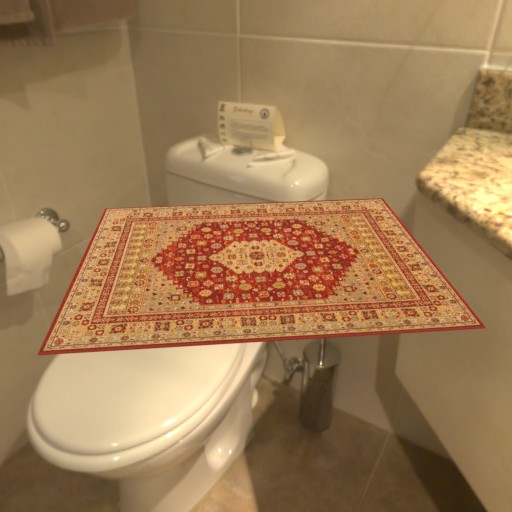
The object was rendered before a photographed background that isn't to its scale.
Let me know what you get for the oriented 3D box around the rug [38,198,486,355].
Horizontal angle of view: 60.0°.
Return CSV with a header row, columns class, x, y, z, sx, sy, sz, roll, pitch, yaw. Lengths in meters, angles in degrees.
class,x,y,z,sx,sy,sz,roll,pitch,yaw
rug,0.000,0.000,2.851,2.211,0.013,1.593,-3,32,-4
